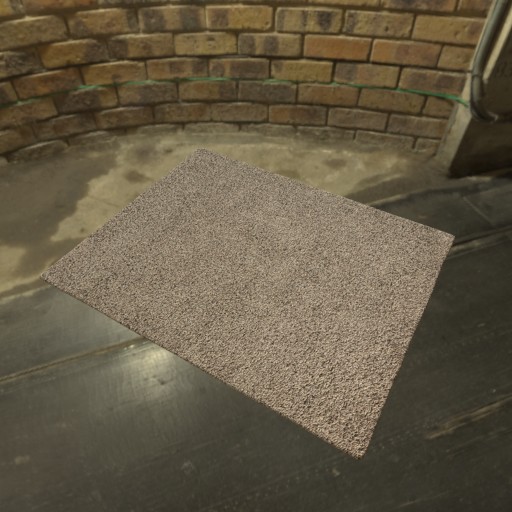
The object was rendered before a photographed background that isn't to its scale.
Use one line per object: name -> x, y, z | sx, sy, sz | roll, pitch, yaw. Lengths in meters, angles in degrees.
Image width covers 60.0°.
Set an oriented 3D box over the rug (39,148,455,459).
rug -> 0.000, 0.000, 4.110 | 3.047, 0.029, 2.438 | 23, 50, 21
